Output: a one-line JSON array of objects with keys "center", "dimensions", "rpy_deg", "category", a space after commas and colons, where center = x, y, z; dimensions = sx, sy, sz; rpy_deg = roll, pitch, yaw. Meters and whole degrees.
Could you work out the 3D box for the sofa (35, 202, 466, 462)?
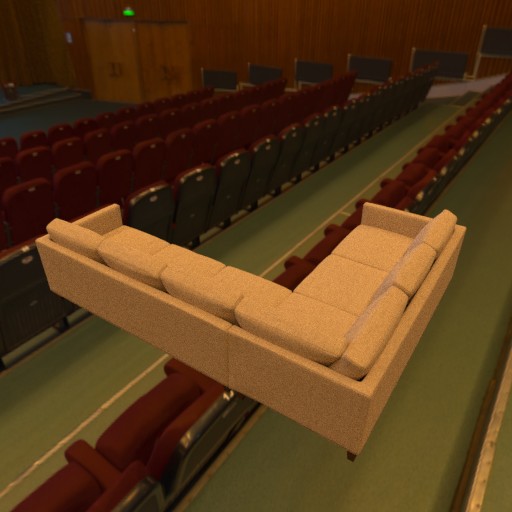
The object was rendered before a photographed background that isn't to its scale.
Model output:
[{"center": [0.000, 0.000, 4.212], "dimensions": [3.182, 0.863, 2.432], "rpy_deg": [20, 38, 28], "category": "sofa"}]
